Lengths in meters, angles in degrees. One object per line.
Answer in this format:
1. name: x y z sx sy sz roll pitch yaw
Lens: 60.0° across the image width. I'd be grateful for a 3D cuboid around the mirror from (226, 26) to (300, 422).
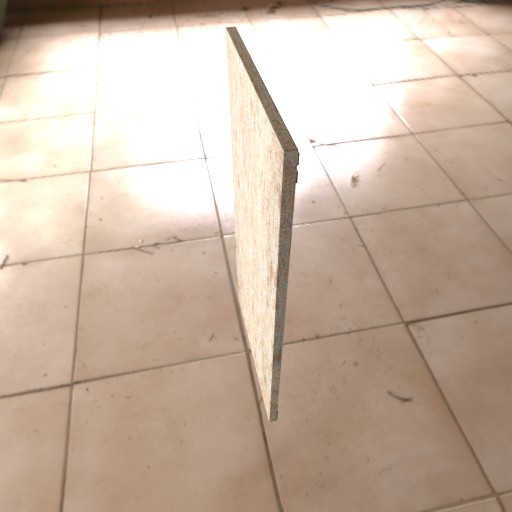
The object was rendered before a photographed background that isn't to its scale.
1. mirror: 0.000 0.000 1.113 0.027 0.922 0.472 -9 48 -9
